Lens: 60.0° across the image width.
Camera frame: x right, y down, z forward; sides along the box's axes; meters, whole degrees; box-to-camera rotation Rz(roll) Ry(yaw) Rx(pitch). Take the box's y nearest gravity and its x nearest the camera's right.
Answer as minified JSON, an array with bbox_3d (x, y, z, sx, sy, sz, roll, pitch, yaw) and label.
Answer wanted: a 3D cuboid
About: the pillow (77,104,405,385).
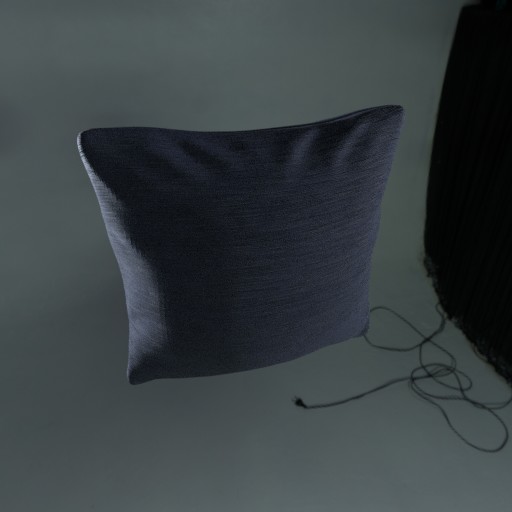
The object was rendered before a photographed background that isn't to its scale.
[{"bbox_3d":[0.000,0.000,0.663,0.432,0.414,0.246,-9,33,-15],"label":"pillow"}]
